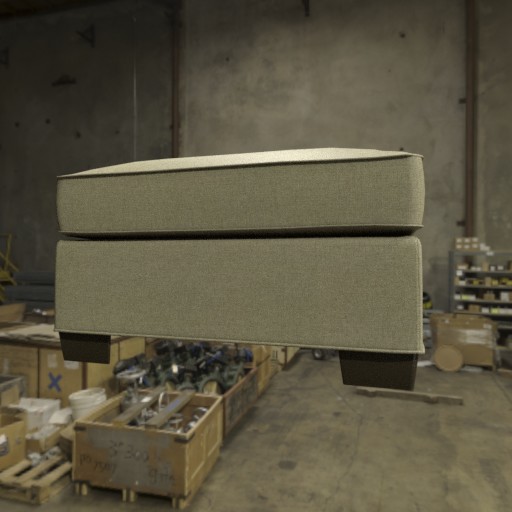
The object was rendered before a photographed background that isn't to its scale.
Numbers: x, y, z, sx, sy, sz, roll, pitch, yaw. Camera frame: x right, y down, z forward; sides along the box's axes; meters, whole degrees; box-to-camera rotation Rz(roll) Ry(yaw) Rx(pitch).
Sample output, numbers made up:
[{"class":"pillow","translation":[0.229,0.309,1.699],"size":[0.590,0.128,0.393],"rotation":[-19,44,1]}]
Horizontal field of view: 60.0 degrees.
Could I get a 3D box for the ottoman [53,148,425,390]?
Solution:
[{"class":"ottoman","translation":[0.000,0.000,1.226],"size":[0.843,0.504,0.619],"rotation":[0,0,17]}]
